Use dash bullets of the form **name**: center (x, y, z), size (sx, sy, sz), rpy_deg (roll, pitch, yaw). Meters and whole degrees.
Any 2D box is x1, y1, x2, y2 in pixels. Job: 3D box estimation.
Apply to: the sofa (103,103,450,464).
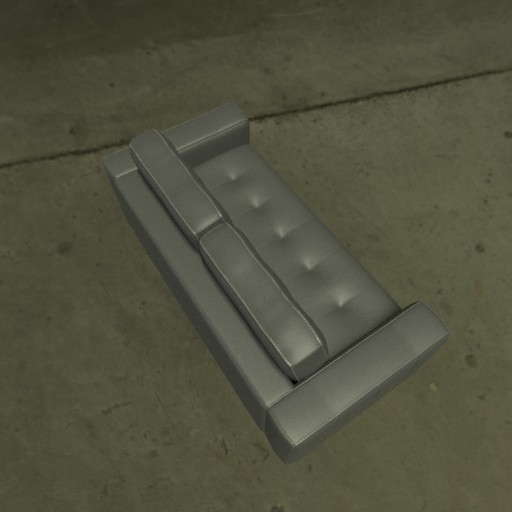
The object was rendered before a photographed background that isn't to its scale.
- **sofa**: center (0.000, 0.000, 2.215), size (0.833, 0.892, 1.726), rpy_deg (-30, 63, -17)
